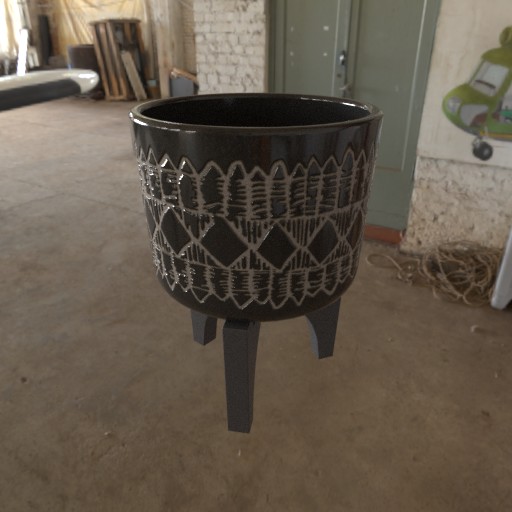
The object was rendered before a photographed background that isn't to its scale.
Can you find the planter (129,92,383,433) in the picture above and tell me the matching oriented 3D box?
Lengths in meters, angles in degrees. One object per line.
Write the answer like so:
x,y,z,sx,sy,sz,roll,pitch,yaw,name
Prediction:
0.000,0.000,0.408,0.196,0.264,0.196,-9,28,-18,planter
